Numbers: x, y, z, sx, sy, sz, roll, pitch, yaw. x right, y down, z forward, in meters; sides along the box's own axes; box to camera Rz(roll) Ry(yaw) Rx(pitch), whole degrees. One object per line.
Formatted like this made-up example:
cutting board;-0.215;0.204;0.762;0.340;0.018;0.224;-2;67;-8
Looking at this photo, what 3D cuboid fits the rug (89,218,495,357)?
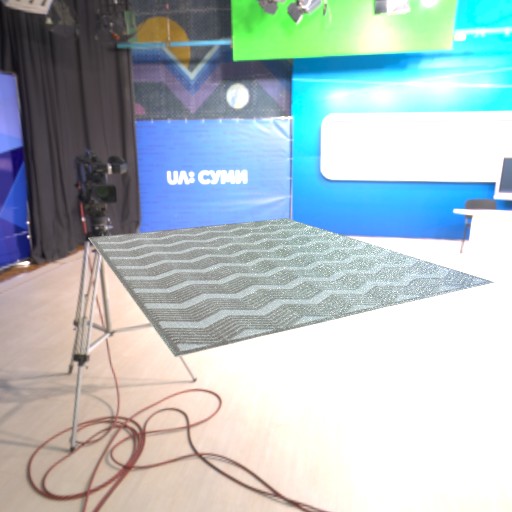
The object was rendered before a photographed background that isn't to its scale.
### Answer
rug;0.000;0.000;3.876;2.391;0.005;2.880;-8;17;-27
